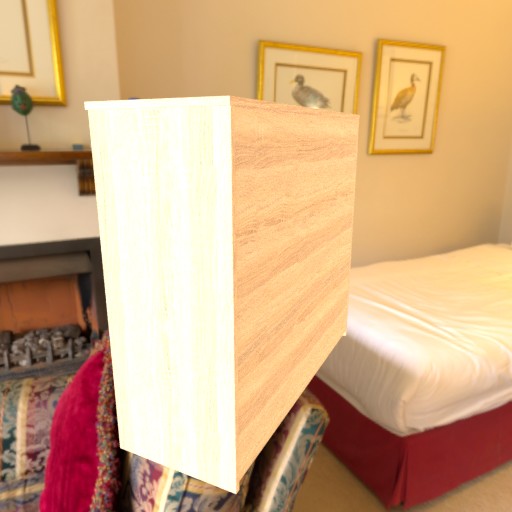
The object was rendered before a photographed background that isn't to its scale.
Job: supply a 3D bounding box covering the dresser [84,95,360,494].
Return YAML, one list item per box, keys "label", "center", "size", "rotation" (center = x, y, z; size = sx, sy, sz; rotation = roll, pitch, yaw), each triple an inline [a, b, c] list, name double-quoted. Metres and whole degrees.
- label: "dresser"
  center: [0.000, 0.000, 1.439]
  size: [0.380, 0.900, 0.980]
  rotation: [8, 17, 25]
